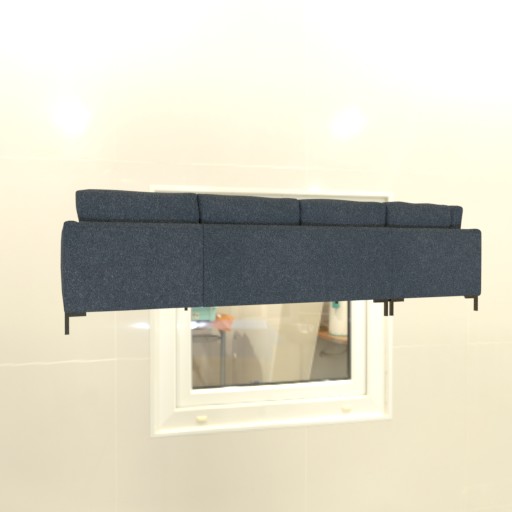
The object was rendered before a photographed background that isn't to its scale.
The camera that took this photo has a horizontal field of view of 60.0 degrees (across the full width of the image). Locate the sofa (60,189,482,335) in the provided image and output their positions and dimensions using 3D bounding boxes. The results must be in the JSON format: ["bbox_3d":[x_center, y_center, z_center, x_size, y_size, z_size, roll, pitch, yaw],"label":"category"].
[{"bbox_3d":[0.000,0.000,3.786,2.956,0.813,2.007,0,1,-19],"label":"sofa"}]
